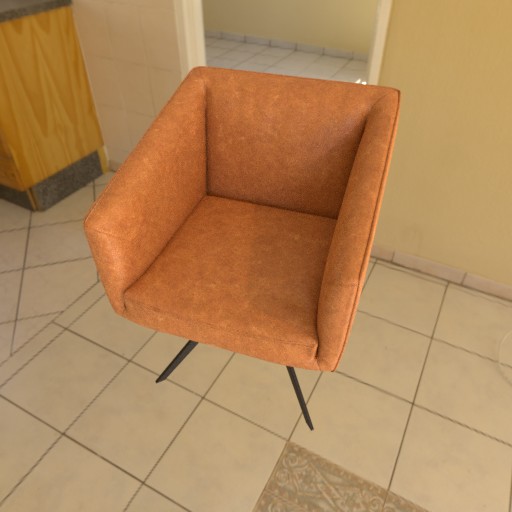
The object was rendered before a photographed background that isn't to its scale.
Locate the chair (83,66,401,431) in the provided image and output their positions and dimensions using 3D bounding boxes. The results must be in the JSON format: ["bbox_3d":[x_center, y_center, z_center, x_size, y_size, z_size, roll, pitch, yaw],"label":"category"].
[{"bbox_3d":[0.000,0.000,1.206,0.588,0.760,0.625,12,42,14],"label":"chair"}]
